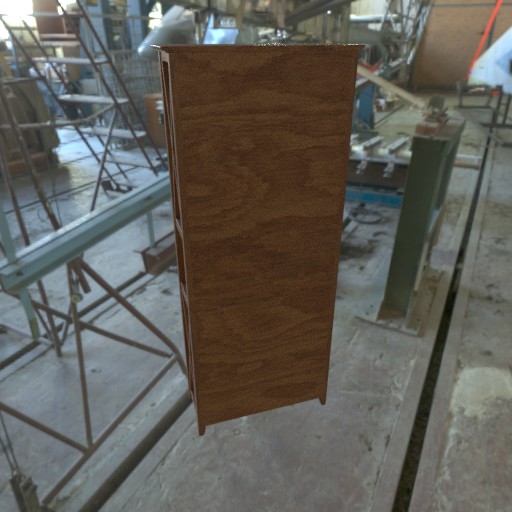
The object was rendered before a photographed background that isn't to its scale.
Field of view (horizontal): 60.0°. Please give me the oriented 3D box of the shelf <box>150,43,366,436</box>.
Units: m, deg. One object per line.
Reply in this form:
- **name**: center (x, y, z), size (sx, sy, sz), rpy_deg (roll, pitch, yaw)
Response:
- **shelf**: center (0.000, 0.000, 2.212), size (0.805, 1.905, 0.335), rpy_deg (-8, 28, -16)
